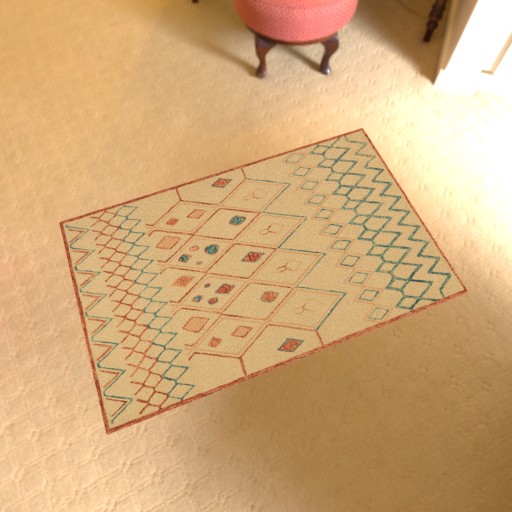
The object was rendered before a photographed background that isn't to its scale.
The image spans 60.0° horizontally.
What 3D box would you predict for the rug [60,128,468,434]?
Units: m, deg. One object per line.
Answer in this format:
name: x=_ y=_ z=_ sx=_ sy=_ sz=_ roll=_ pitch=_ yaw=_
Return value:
rug: x=0.000 y=0.000 z=3.064 sx=2.438 sy=0.015 sz=1.524 roll=-19 pitch=65 yaw=-9
